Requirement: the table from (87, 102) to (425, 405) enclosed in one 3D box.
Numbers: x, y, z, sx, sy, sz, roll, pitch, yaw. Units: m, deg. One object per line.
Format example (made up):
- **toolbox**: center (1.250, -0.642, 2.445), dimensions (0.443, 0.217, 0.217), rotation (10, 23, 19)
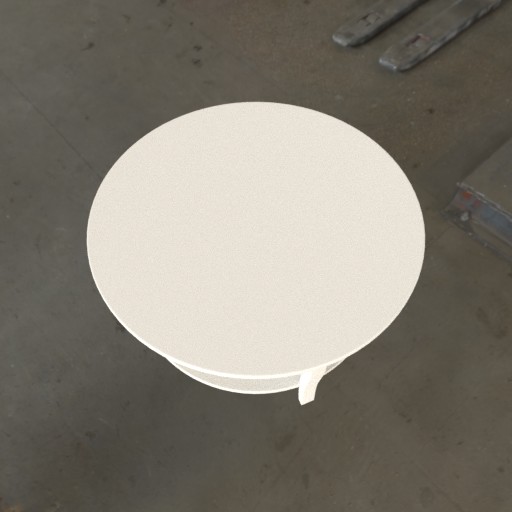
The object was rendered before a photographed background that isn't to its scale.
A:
- **table**: center (0.000, 0.000, 1.408), dimensions (0.910, 0.457, 0.910), rotation (0, 58, 0)
